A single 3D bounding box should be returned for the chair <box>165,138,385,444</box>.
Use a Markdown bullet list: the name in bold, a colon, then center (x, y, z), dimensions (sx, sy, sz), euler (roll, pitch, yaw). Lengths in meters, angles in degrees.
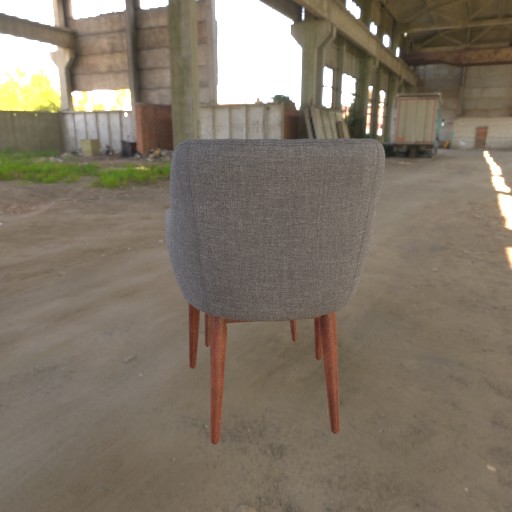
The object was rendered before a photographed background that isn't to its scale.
- **chair**: center (0.000, 0.000, 1.517), dimensions (0.584, 0.799, 1.107), euler (-2, 16, -7)
